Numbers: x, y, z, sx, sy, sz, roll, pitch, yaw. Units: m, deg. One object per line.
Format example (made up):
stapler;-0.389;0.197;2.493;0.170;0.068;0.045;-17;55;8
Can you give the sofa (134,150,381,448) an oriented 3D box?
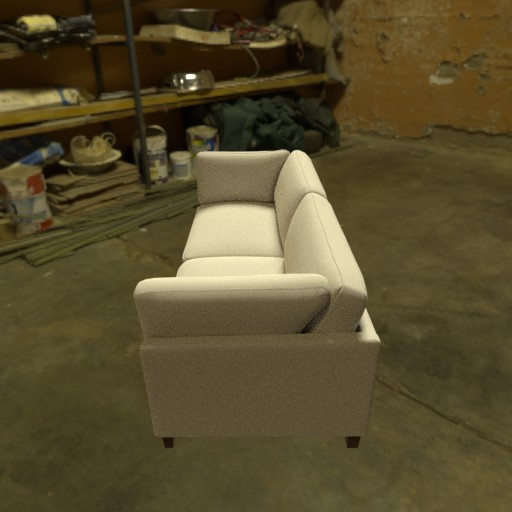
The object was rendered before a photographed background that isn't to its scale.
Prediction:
sofa;0.000;0.000;2.773;0.957;0.863;2.301;0;27;0
